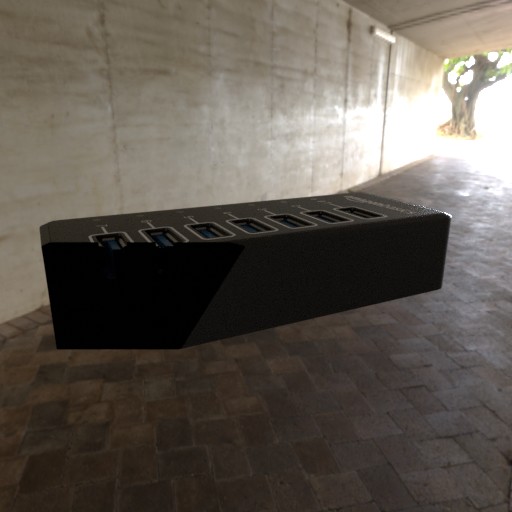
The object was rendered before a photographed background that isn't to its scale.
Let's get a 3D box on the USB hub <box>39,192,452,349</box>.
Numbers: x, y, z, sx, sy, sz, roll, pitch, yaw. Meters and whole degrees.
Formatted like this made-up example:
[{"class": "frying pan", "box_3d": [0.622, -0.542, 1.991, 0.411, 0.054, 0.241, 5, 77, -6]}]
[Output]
[{"class": "USB hub", "box_3d": [0.000, 0.000, 0.128, 0.110, 0.023, 0.044, -9, 20, -25]}]
